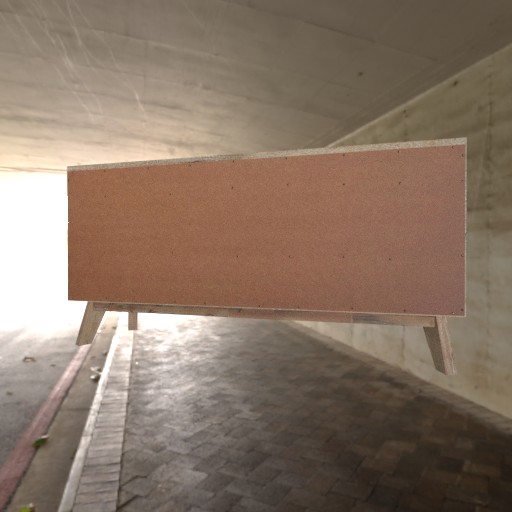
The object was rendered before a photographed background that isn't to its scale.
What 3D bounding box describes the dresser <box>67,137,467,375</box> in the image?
[{"bbox_3d":[0.000,0.000,1.922,1.602,0.788,0.455,0,1,18],"label":"dresser"}]
